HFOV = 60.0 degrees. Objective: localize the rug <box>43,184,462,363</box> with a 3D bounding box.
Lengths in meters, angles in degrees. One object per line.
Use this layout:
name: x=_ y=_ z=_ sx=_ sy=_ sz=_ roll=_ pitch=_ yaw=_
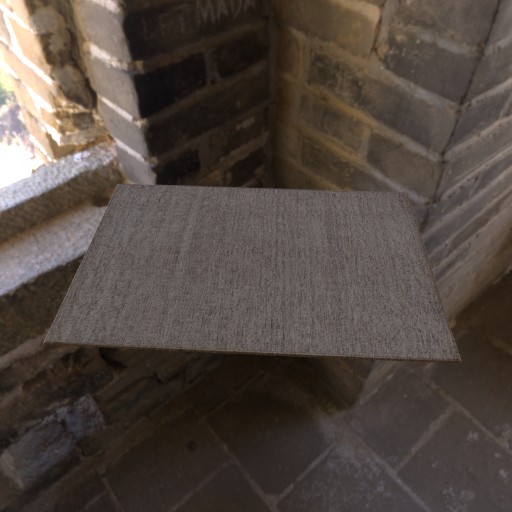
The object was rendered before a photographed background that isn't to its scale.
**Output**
rug: x=0.000 y=0.000 z=2.355 sx=1.822 sy=0.018 sz=1.211 roll=2 pitch=45 yaw=2
